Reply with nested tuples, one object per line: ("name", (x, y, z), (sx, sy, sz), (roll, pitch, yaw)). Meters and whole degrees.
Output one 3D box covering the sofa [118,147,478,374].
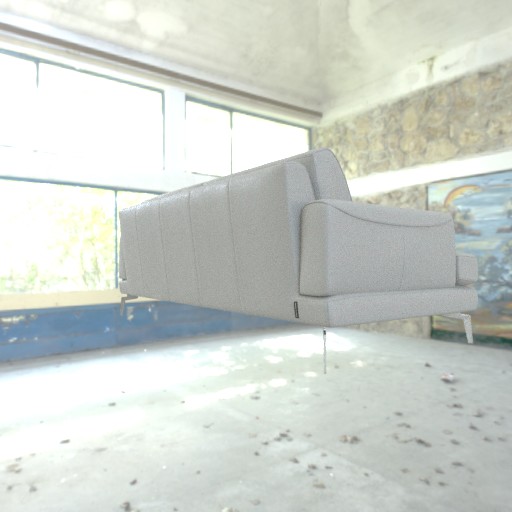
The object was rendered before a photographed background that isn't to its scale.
("sofa", (0.000, 0.000, 2.389), (0.974, 0.765, 1.940), (1, -1, -36))
